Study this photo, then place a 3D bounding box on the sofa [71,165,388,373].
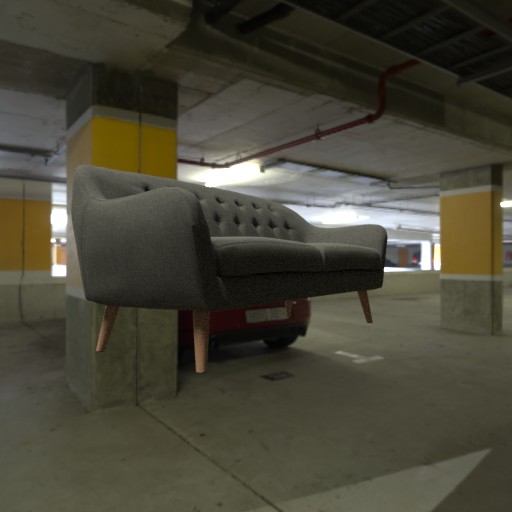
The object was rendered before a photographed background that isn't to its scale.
[{"bbox_3d":[0.000,0.000,2.338,0.820,0.820,1.840,0,-1,36],"label":"sofa"}]
